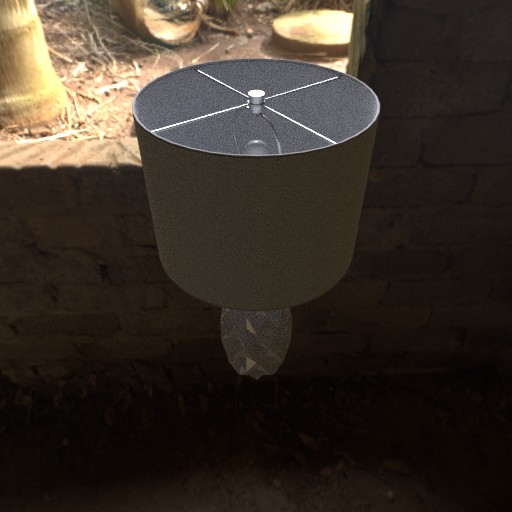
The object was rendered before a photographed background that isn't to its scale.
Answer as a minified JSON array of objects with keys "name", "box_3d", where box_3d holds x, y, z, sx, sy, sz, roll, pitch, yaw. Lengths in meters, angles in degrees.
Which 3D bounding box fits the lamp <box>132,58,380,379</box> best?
[{"name":"lamp","box_3d":[0.000,0.000,0.709,0.297,0.522,0.297,0,41,0]}]
